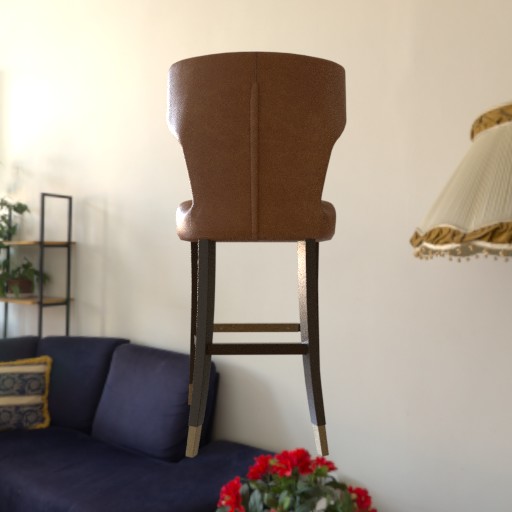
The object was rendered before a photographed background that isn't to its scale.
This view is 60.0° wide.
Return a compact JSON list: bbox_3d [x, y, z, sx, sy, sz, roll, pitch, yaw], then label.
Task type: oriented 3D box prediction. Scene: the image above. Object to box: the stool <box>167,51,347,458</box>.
[{"bbox_3d":[0.000,0.000,1.430,0.526,1.092,0.563,0,0,-1],"label":"stool"}]
